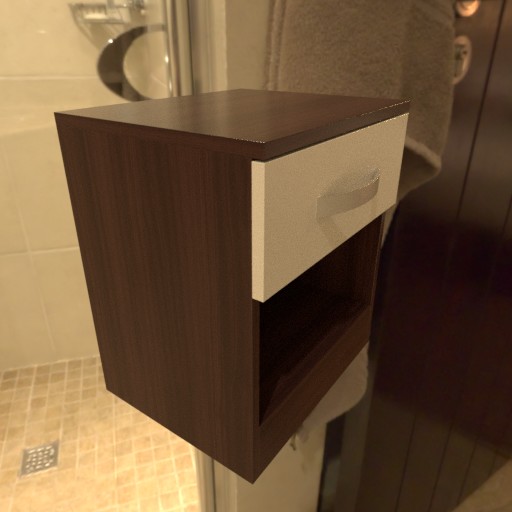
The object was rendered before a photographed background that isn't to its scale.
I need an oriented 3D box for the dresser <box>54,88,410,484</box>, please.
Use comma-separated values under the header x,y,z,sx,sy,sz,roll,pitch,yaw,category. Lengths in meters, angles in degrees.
x,y,z,sx,sy,sz,roll,pitch,yaw,category
0.000,0.000,0.729,0.360,0.470,0.400,17,31,32,dresser
